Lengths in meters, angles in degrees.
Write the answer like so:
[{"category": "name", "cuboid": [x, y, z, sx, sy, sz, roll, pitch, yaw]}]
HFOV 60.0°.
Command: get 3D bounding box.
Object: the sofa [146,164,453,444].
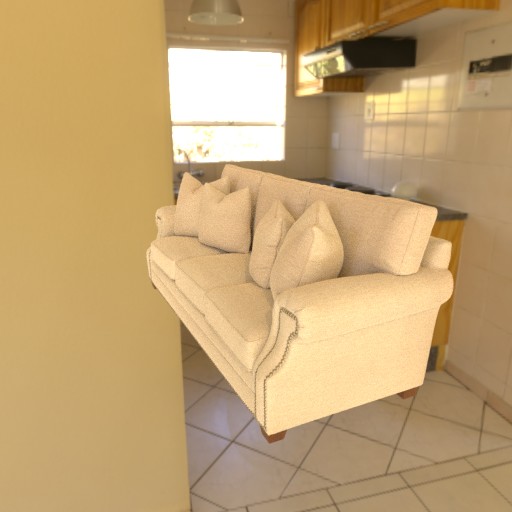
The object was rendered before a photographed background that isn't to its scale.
[{"category": "sofa", "cuboid": [0.000, 0.000, 2.810, 0.965, 0.975, 2.312, -8, 18, -25]}]
